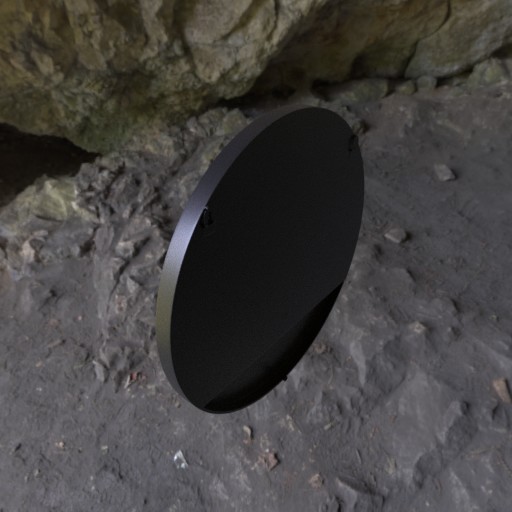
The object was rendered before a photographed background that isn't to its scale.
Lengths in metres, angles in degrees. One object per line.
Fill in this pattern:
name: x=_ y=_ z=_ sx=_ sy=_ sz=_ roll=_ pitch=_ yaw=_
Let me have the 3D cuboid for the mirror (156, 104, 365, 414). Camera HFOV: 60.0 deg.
mirror: x=0.000 y=0.000 z=0.682 sx=0.133 sy=0.457 sz=0.457 roll=23 pitch=38 yaw=32
